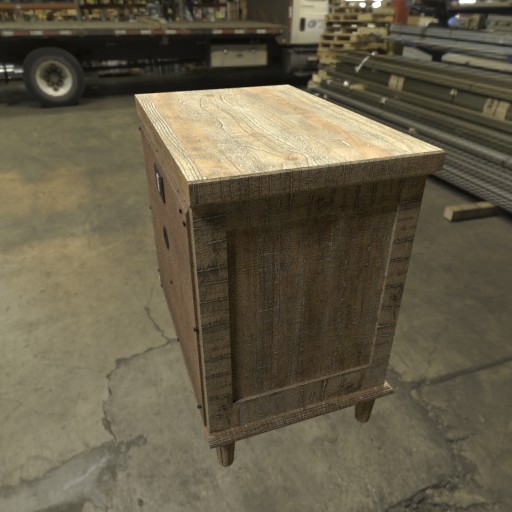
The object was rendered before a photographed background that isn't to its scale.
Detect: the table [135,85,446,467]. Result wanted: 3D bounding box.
[{"bbox_3d":[0.000,0.000,1.149,0.457,0.711,0.686,-10,32,-17],"label":"table"}]
